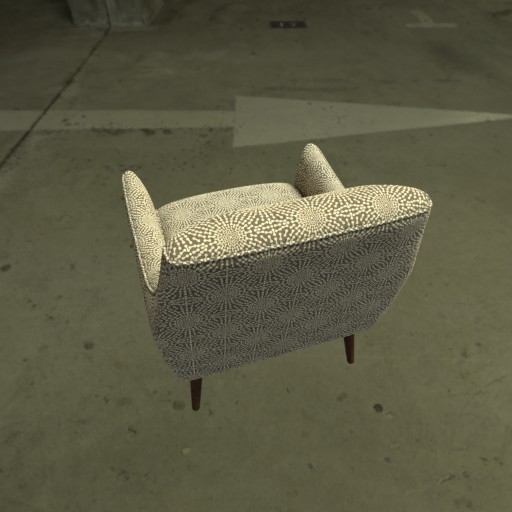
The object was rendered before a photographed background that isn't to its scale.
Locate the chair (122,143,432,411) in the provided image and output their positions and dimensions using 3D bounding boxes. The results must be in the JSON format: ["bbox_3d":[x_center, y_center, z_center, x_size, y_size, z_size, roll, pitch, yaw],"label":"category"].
[{"bbox_3d":[0.000,0.000,1.474,0.762,0.838,0.787,-13,43,-14],"label":"chair"}]
